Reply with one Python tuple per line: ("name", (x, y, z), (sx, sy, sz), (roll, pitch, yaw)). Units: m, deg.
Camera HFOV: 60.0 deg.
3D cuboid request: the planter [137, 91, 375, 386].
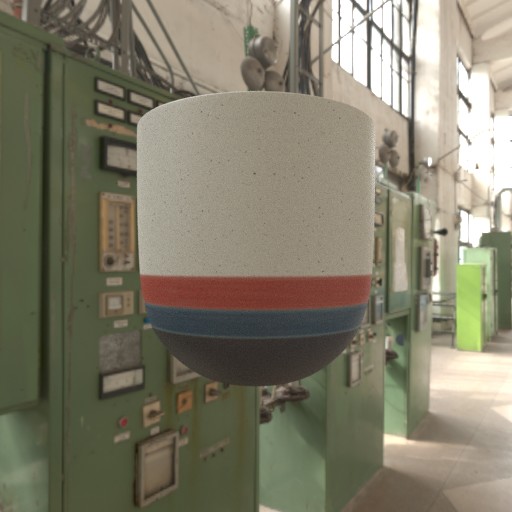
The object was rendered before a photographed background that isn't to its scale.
("planter", (0.000, 0.000, 0.391), (0.204, 0.214, 0.204), (0, -1, 0))
